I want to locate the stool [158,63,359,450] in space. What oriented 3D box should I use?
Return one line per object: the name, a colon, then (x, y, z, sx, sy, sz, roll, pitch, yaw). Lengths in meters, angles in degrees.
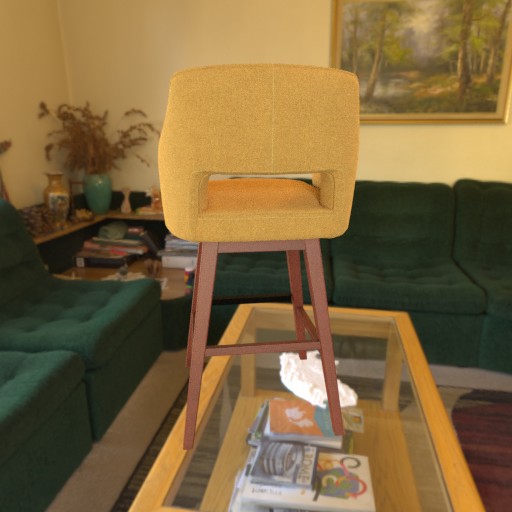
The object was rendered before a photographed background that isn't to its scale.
stool: (0.000, 0.000, 1.343, 0.548, 1.012, 0.558, -2, 16, -7)
